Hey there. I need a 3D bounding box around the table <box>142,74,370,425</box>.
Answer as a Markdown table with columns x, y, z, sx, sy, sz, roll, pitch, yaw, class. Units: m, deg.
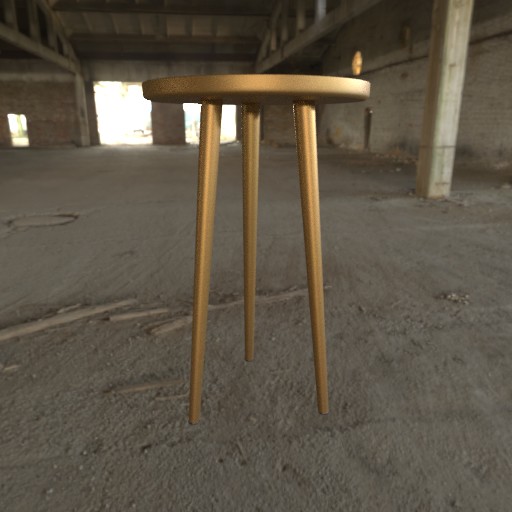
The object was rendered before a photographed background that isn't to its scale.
| x | y | z | sx | sy | sz | roll | pitch | yaw | class |
| --- | --- | --- | --- | --- | --- | --- | --- | --- | --- |
| 0.000 | 0.000 | 0.666 | 0.299 | 0.480 | 0.299 | -3 | 17 | -9 | table |
